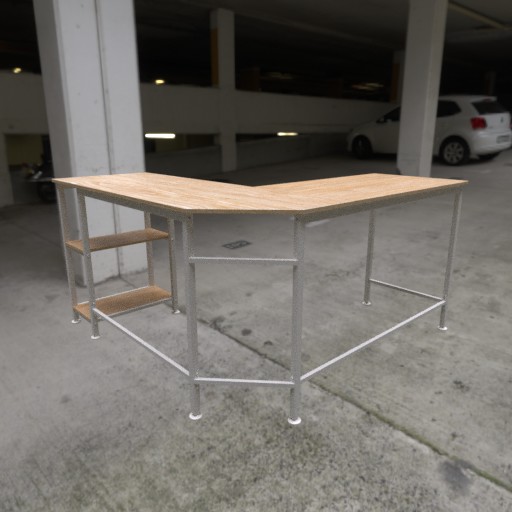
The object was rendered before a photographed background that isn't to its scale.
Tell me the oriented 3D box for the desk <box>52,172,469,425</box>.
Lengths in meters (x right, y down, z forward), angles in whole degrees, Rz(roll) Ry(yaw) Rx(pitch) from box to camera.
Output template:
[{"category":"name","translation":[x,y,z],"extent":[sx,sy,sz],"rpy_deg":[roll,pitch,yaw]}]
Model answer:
[{"category":"desk","translation":[0.000,0.000,2.172],"extent":[1.379,0.739,1.379],"rpy_deg":[-14,21,-41]}]
